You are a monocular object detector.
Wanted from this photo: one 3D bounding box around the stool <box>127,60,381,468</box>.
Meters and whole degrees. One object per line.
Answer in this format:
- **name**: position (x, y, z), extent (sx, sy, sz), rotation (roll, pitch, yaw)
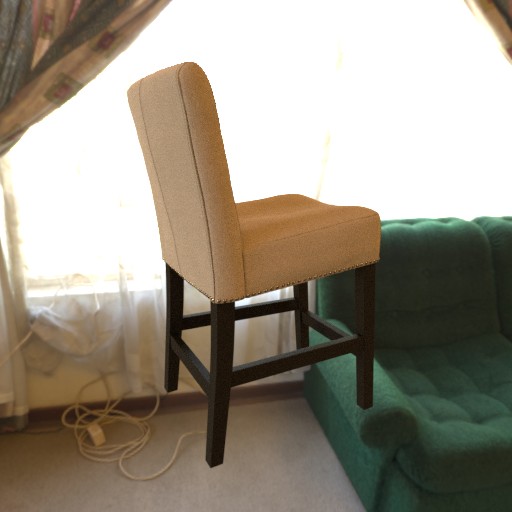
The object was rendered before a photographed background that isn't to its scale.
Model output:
- **stool**: position (0.000, 0.000, 1.189), extent (0.571, 0.885, 0.427), rotation (-8, 17, -27)
